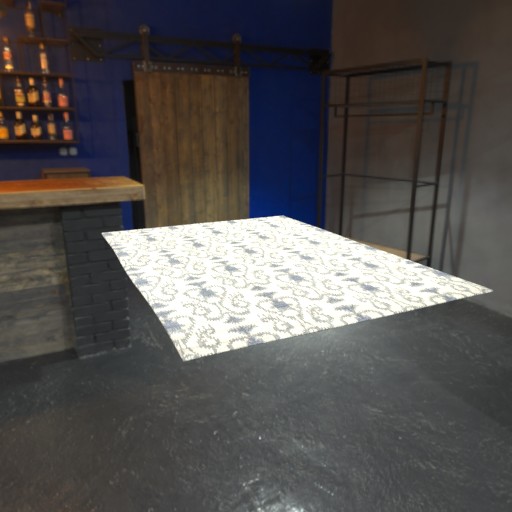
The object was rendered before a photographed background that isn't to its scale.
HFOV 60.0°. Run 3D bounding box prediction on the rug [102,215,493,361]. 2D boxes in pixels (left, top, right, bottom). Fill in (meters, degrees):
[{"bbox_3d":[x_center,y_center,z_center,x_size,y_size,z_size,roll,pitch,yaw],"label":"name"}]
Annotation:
[{"bbox_3d":[0.000,0.000,2.943,1.676,0.013,2.261,-8,18,-25],"label":"rug"}]
